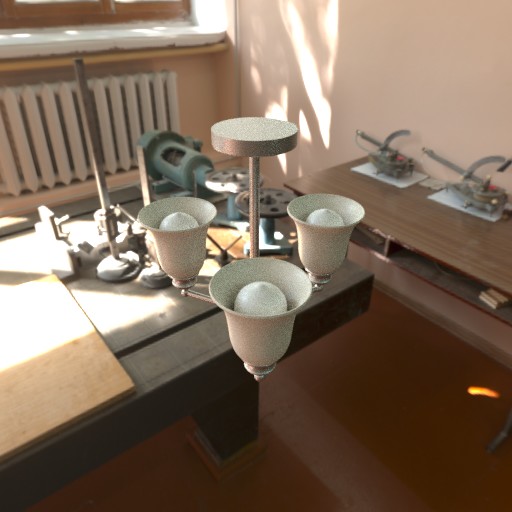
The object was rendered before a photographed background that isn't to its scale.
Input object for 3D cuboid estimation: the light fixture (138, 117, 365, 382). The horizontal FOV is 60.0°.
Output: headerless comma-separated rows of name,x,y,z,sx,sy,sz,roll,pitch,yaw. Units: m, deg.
light fixture,0.000,0.000,0.679,0.388,0.370,0.354,-2,31,-3
